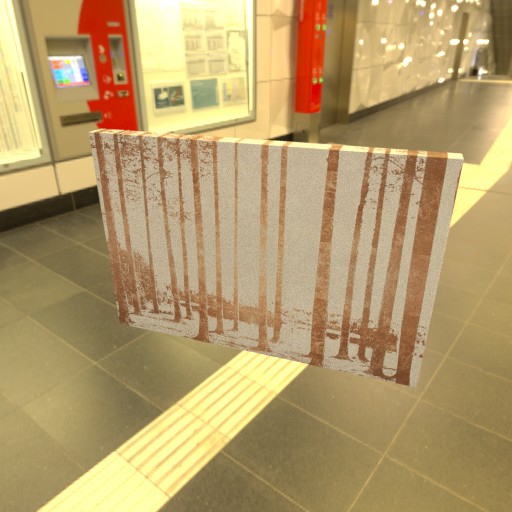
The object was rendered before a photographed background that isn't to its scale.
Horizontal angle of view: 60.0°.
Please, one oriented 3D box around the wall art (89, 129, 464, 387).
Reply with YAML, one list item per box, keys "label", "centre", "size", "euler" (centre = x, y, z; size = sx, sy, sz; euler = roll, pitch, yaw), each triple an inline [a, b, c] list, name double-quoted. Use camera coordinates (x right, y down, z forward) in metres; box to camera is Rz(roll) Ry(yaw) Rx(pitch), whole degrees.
- label: "wall art"
  centre: [0.000, 0.000, 0.794]
  size: [0.609, 0.405, 0.035]
  euler: [8, 27, 17]
